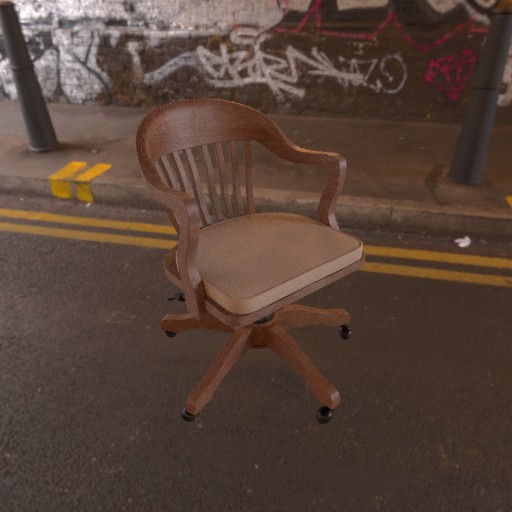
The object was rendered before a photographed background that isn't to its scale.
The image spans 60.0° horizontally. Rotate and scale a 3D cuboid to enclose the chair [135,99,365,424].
[{"bbox_3d":[0.000,0.000,1.463,0.750,0.878,0.788,-22,36,-33],"label":"chair"}]
